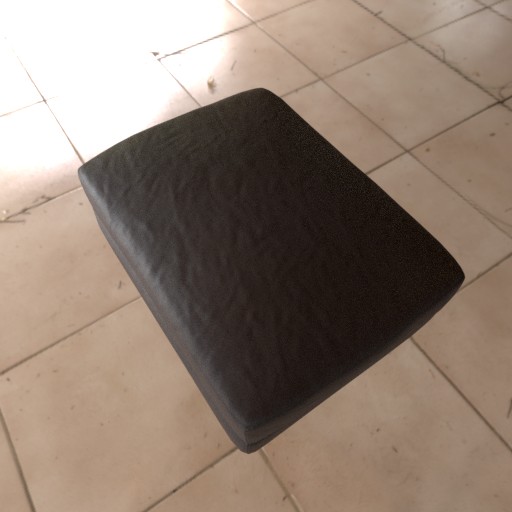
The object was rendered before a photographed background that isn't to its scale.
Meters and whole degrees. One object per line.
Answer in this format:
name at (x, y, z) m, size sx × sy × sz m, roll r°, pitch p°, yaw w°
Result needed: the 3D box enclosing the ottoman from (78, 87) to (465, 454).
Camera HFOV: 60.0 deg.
ottoman at (0.000, 0.000, 1.276) m, size 0.659 × 0.529 × 0.887 m, roll -30°, pitch 62°, yaw -18°
